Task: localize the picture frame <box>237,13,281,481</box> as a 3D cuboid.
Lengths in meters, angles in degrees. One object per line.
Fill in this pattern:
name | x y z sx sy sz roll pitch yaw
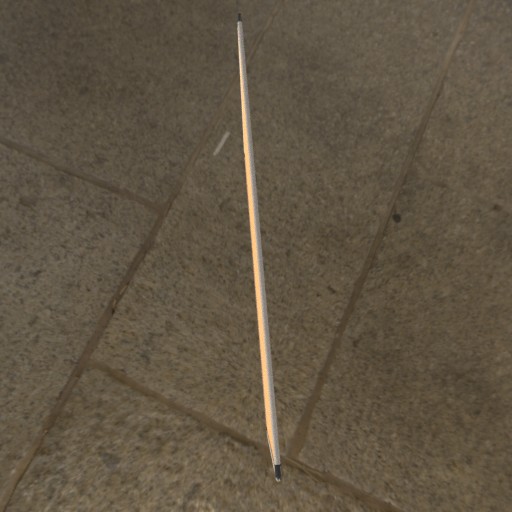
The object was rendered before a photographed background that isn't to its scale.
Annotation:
picture frame | 0.000 0.000 1.097 0.010 0.600 0.900 -4 75 -1
